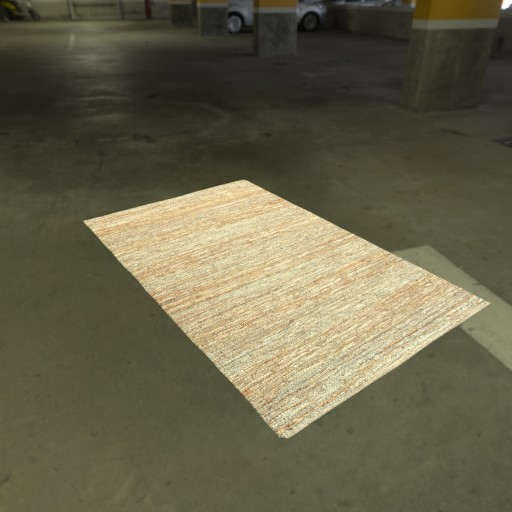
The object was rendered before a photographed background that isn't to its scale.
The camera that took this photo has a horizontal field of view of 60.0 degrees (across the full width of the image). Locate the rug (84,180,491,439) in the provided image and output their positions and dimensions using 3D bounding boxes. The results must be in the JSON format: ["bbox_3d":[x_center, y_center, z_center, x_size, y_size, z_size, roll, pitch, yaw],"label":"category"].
[{"bbox_3d":[0.000,0.000,2.974,1.529,0.009,2.446,-21,36,-31],"label":"rug"}]
